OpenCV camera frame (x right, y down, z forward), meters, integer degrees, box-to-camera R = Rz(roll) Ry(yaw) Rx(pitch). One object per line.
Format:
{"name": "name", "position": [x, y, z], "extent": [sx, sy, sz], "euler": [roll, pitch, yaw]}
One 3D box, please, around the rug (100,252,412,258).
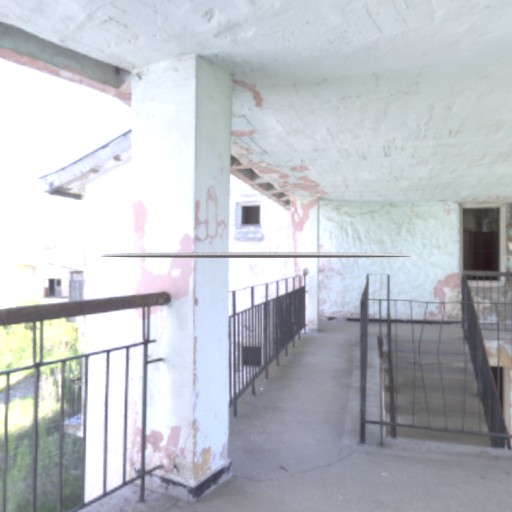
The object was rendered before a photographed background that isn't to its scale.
{"name": "rug", "position": [0.000, 0.000, 2.402], "extent": [1.593, 0.012, 1.593], "euler": [0, -1, 0]}
